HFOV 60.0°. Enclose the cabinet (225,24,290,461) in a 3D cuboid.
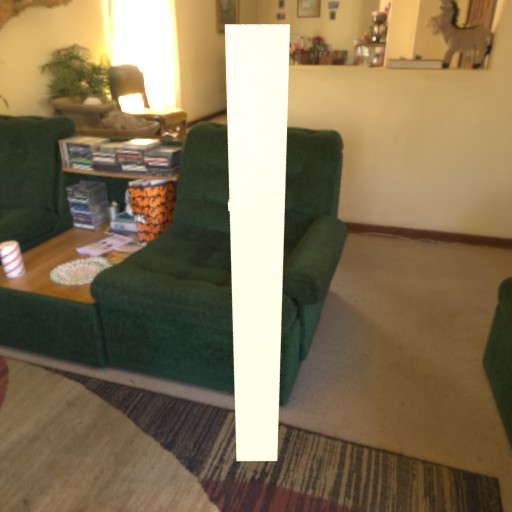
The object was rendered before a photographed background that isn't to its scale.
[{"bbox_3d":[0.000,0.000,1.935,0.192,1.770,0.643,0,26,0],"label":"cabinet"}]
